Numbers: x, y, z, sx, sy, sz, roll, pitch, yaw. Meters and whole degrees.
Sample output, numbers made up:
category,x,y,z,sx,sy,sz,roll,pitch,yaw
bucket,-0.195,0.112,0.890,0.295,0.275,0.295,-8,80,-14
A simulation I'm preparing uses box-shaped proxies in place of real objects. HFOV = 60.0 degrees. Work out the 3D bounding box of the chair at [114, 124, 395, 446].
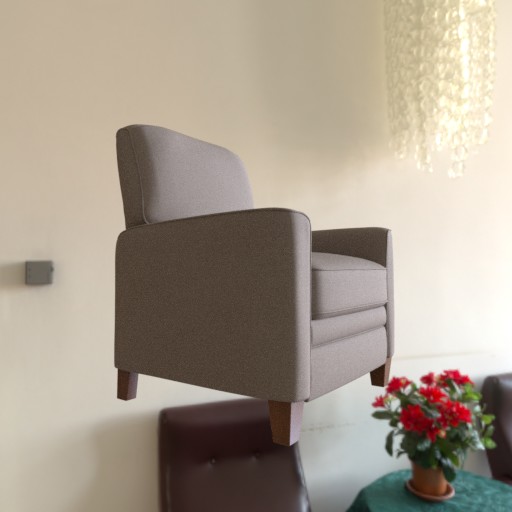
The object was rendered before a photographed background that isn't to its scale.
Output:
category,x,y,z,sx,sy,sz,roll,pitch,yaw
chair,0.000,0.000,1.695,0.859,1.023,0.845,-1,-2,36
